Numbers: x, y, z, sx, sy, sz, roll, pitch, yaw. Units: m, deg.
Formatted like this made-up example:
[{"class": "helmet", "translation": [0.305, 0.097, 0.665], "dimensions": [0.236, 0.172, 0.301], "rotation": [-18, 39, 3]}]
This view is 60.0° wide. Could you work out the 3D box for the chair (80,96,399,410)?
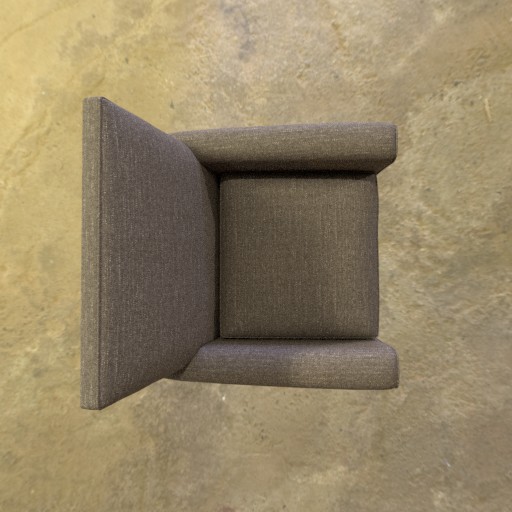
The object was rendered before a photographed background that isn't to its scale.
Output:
[{"class": "chair", "translation": [0.000, 0.000, 1.517], "dimensions": [0.875, 0.885, 0.838], "rotation": [0, 89, -1]}]
